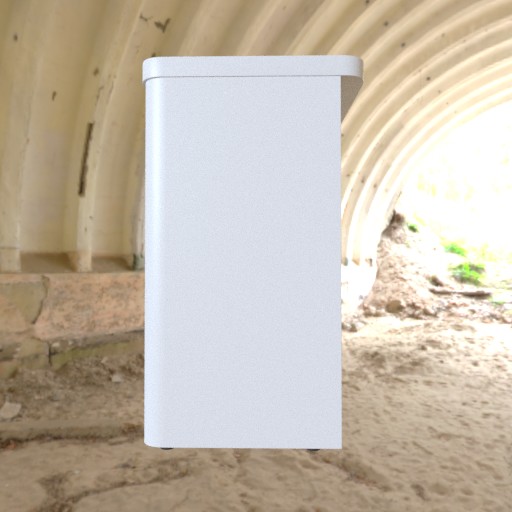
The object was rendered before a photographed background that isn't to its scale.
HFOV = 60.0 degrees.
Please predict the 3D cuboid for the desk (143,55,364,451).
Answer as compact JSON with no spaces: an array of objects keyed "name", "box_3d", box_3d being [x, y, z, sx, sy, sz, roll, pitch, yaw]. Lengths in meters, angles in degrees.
[{"name":"desk","box_3d":[0.000,0.000,1.244,0.446,0.760,0.790,0,-1,1]}]
